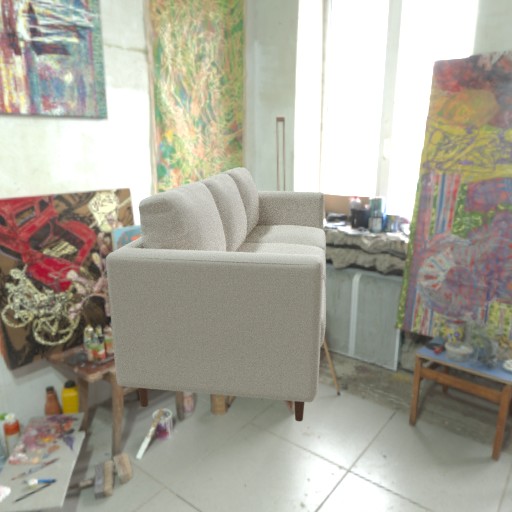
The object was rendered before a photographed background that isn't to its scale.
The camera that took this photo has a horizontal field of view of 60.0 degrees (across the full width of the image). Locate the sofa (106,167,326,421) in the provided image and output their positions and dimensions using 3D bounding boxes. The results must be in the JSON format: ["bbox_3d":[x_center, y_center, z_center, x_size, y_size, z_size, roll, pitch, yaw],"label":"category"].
[{"bbox_3d":[0.000,0.000,2.557,0.802,0.912,2.029,2,15,8],"label":"sofa"}]
